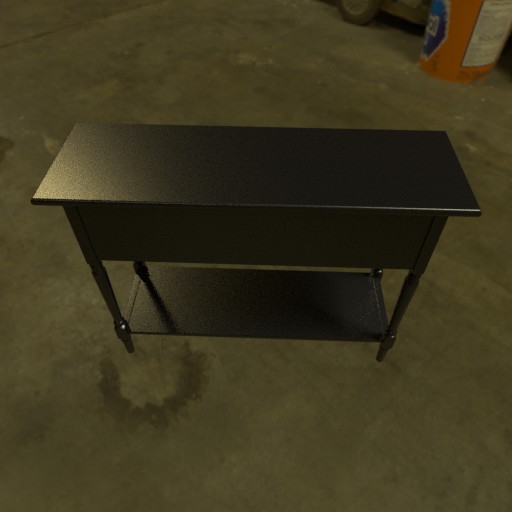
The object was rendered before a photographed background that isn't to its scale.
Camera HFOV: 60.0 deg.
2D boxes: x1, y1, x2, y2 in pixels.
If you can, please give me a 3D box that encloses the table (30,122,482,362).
[{"bbox_3d":[0.000,0.000,1.592,1.191,0.819,0.386,2,48,2],"label":"table"}]
